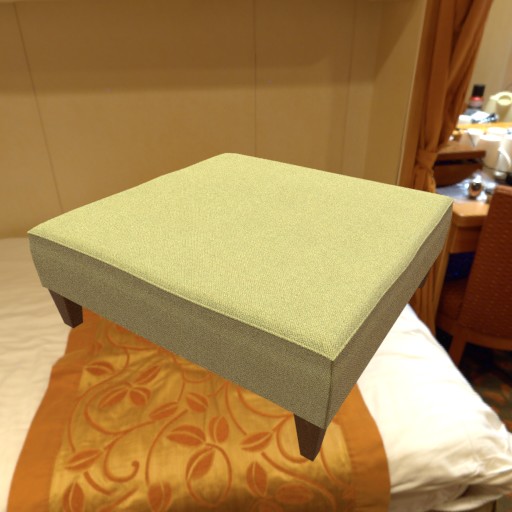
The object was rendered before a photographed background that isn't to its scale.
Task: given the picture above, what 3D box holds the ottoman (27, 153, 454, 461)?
[{"bbox_3d":[0.000,0.000,1.481,1.004,0.379,0.968,18,34,29],"label":"ottoman"}]
